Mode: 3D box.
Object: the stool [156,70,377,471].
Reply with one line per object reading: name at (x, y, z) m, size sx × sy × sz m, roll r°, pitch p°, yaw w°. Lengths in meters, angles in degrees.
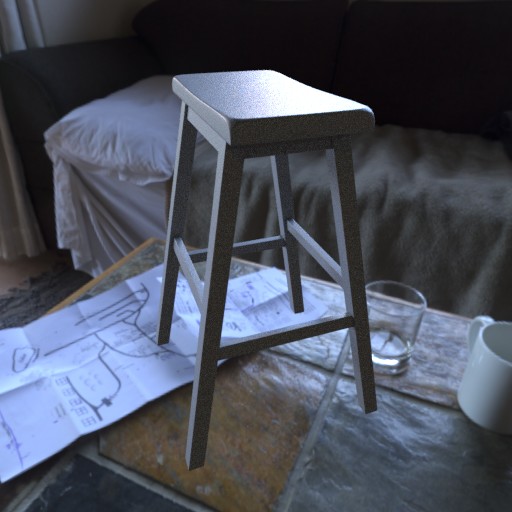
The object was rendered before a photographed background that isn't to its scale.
stool at (0.000, 0.000, 1.029) m, size 0.476 × 0.737 × 0.457 m, roll -10°, pitch 32°, yaw -17°
